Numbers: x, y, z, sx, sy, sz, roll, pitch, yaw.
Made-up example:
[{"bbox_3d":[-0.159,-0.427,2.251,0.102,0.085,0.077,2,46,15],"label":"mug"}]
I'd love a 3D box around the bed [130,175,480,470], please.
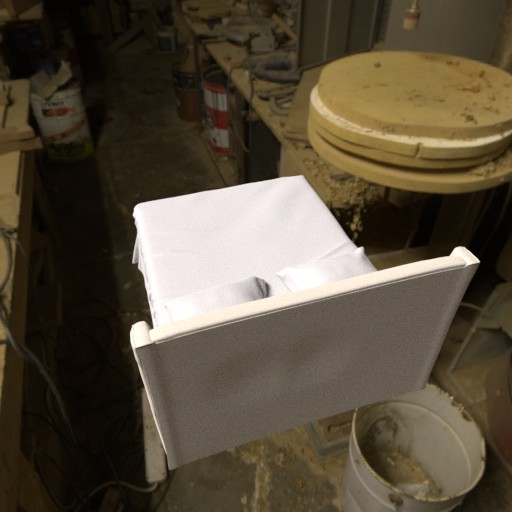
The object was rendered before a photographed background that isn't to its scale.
[{"bbox_3d":[0.000,0.000,3.459,1.925,1.332,2.276,-12,43,-13],"label":"bed"}]
